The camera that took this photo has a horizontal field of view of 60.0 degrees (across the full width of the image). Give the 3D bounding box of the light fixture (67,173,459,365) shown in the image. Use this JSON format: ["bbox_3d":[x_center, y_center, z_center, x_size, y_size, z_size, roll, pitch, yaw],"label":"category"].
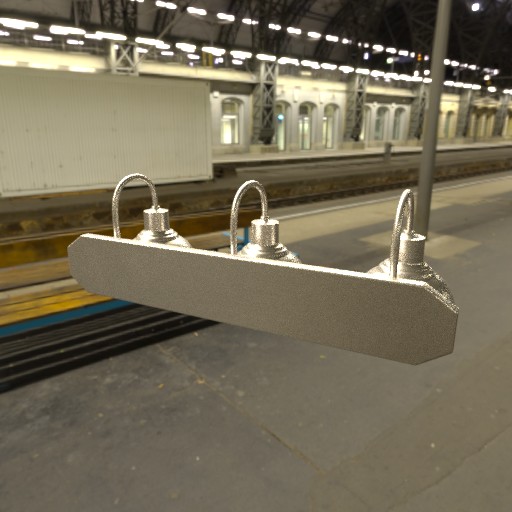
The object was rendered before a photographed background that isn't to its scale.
[{"bbox_3d":[0.000,0.000,0.742,0.634,0.254,0.229,8,18,26],"label":"light fixture"}]
